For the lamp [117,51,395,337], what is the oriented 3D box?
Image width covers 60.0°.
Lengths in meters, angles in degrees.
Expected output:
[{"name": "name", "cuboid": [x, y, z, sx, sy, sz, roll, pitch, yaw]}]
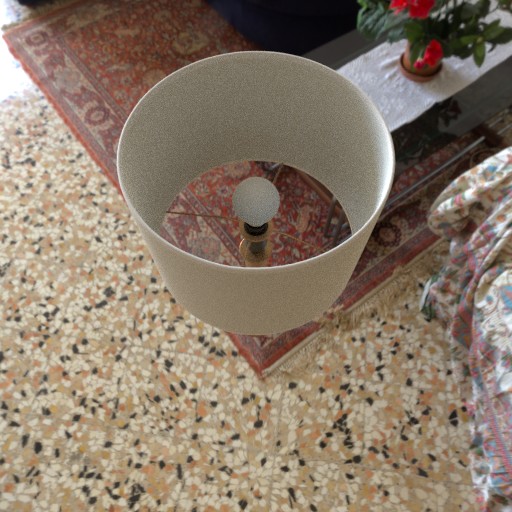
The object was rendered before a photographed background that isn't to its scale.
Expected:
[{"name": "lamp", "cuboid": [0.000, 0.000, 0.643, 0.268, 0.479, 0.268, 16, 64, 8]}]
